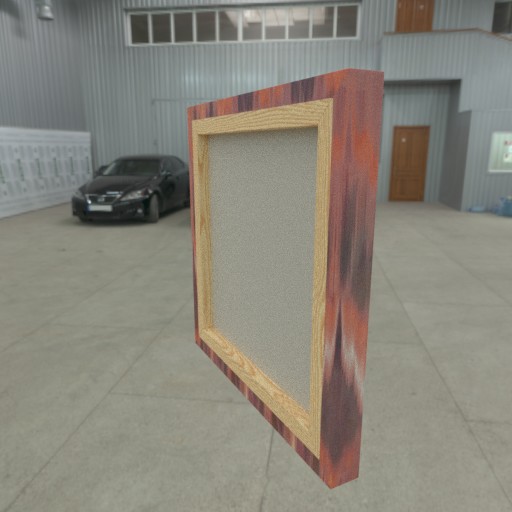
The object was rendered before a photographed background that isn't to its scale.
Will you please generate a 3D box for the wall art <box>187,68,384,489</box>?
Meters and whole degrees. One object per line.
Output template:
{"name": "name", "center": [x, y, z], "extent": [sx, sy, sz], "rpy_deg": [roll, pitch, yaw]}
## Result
{"name": "wall art", "center": [0.000, 0.000, 0.591], "extent": [0.038, 0.406, 0.403], "rpy_deg": [-7, 15, -27]}
